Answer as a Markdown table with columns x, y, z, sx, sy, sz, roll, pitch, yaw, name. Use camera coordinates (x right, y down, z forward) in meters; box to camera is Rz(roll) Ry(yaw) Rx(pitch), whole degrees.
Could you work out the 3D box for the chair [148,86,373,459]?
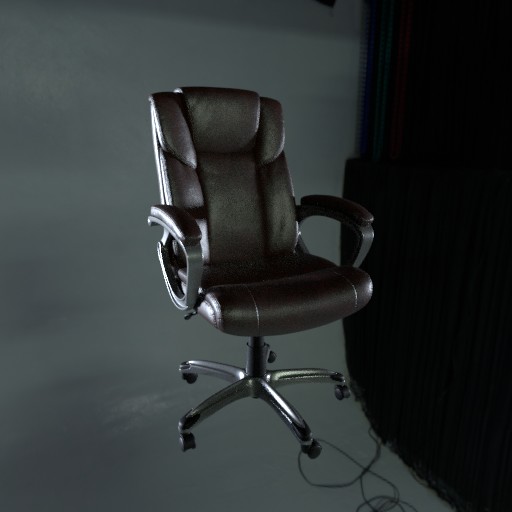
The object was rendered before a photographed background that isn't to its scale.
| x | y | z | sx | sy | sz | roll | pitch | yaw | name |
| --- | --- | --- | --- | --- | --- | --- | --- | --- | --- |
| 0.000 | 0.000 | 1.494 | 0.656 | 1.128 | 0.692 | -7 | 16 | -27 | chair |
